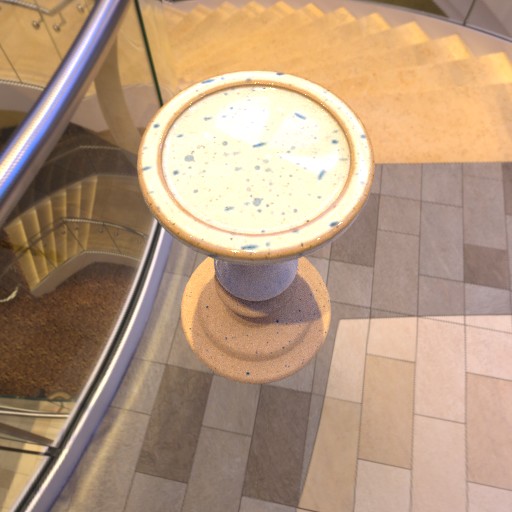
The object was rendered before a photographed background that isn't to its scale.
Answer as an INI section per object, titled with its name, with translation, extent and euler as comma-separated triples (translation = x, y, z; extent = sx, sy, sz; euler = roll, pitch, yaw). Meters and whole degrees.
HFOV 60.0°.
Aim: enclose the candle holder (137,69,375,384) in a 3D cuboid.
[candle holder]
translation = 0.000, 0.000, 0.282
extent = 0.123, 0.202, 0.123
euler = 0, 63, 0
